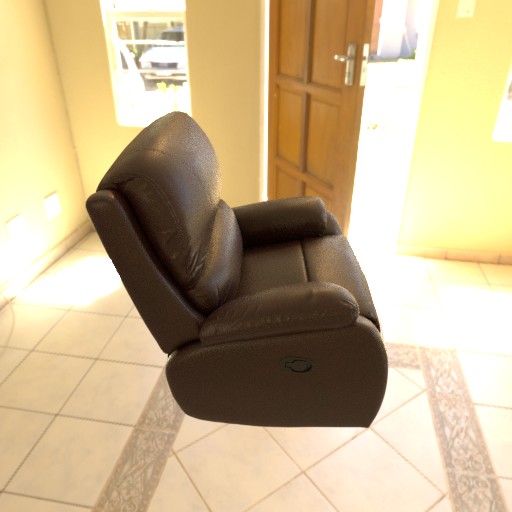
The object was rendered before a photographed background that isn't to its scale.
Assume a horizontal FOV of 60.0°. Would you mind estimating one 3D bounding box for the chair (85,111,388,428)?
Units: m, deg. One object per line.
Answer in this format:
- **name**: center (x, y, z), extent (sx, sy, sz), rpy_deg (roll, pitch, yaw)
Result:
- **chair**: center (0.000, 0.000, 1.720), extent (0.899, 1.011, 0.930), rpy_deg (0, 29, 0)
